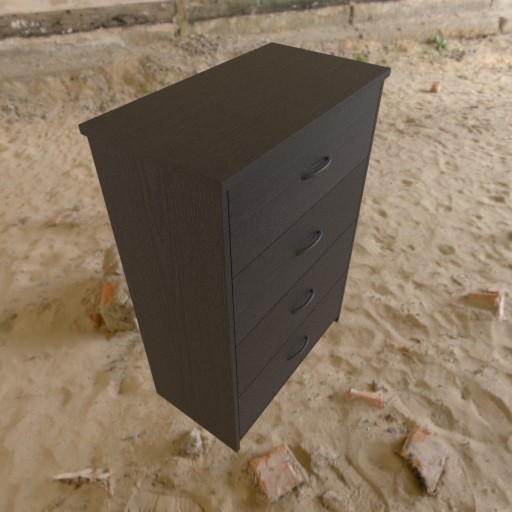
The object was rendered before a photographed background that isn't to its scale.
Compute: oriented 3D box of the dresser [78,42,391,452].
[{"bbox_3d":[0.000,0.000,1.379,0.399,1.020,0.704,26,48,26],"label":"dresser"}]
